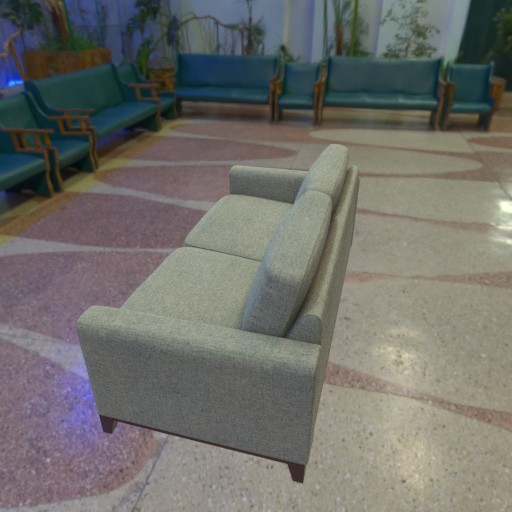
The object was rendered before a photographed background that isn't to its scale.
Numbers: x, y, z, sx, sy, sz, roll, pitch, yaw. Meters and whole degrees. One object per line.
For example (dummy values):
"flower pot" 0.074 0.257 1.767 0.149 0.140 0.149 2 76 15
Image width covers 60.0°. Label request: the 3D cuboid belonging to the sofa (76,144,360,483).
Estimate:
"sofa" 0.000 0.000 2.477 0.969 0.892 1.978 8 31 14
